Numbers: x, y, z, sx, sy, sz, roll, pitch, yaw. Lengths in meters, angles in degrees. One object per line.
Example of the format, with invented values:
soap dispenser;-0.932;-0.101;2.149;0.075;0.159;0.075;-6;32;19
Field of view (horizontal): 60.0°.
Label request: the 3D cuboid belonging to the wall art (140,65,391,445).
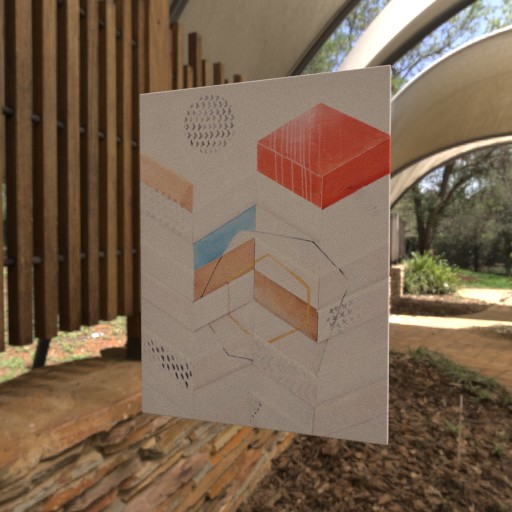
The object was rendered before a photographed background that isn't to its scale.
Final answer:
wall art;0.000;0.000;1.315;0.759;1.014;0.045;1;2;18
